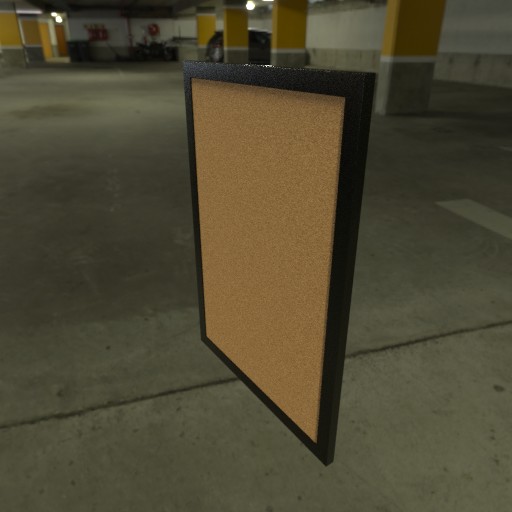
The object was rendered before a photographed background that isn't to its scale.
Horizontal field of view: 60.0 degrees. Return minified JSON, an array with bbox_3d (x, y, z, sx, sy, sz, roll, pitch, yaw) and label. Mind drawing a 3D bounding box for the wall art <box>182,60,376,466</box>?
[{"bbox_3d":[0.000,0.000,0.546,0.013,0.432,0.304,-17,31,-31],"label":"wall art"}]
